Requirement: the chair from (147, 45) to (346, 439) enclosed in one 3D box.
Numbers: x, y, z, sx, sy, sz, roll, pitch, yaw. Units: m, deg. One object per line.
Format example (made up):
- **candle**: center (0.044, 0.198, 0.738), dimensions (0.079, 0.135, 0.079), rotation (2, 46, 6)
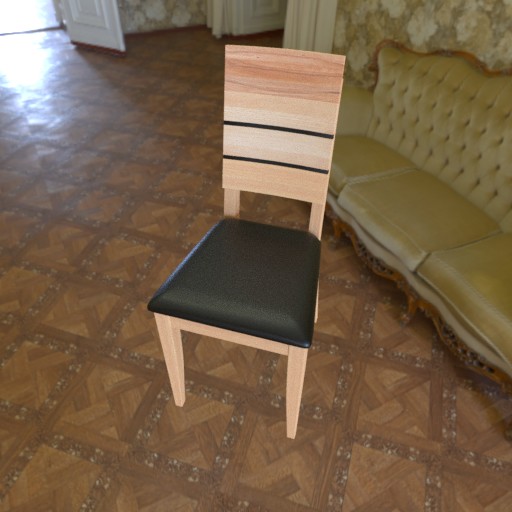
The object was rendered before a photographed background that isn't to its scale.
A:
- **chair**: center (0.000, 0.000, 1.219), dimensions (0.410, 0.940, 0.520), rotation (11, 43, 12)
